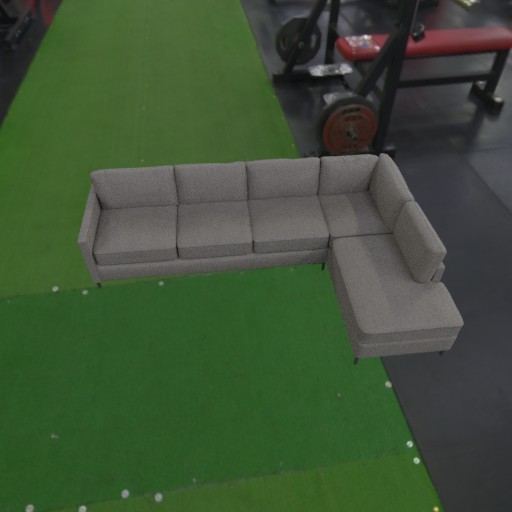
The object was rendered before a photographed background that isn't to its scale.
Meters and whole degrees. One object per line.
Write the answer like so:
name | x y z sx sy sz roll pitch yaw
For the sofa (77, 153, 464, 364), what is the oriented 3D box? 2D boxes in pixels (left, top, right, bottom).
sofa | 0.000 0.000 4.338 3.331 0.964 2.077 -4 46 -4
